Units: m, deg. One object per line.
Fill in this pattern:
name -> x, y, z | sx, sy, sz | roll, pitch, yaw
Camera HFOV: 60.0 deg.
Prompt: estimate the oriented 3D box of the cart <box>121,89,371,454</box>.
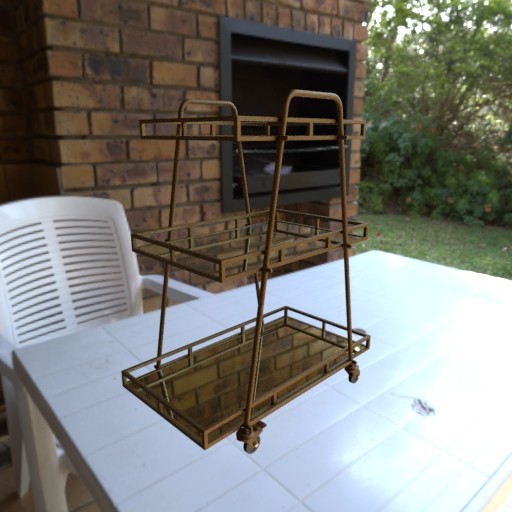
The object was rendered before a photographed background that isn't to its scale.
cart -> 0.000, 0.000, 1.299 | 0.711, 0.883, 0.441 | -15, 21, -43
